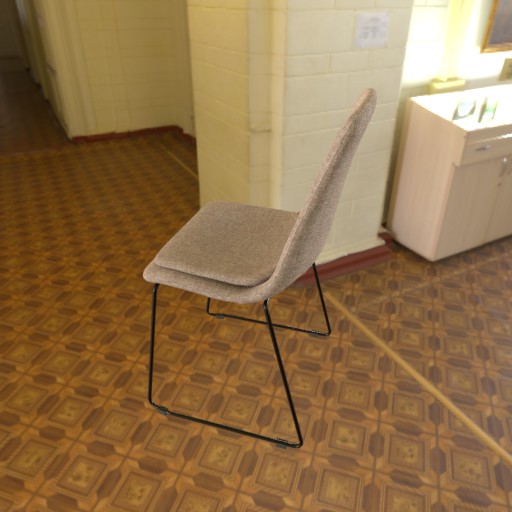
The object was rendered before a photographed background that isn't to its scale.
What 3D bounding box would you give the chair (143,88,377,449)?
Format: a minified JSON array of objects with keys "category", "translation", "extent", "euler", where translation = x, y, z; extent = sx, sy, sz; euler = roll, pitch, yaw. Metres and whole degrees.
[{"category":"chair","translation":[0.000,0.000,1.186],"extent":[0.518,0.858,0.479],"euler":[9,32,15]}]
